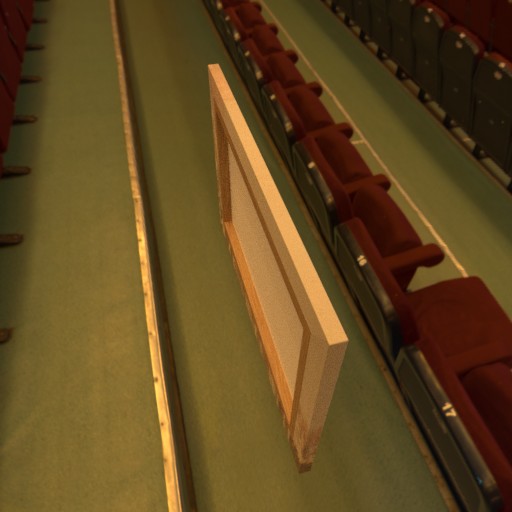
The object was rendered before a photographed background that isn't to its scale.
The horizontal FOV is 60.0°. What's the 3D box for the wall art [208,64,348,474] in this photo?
[{"bbox_3d":[0.000,0.000,1.444,0.041,0.758,1.142,-11,49,-10],"label":"wall art"}]
